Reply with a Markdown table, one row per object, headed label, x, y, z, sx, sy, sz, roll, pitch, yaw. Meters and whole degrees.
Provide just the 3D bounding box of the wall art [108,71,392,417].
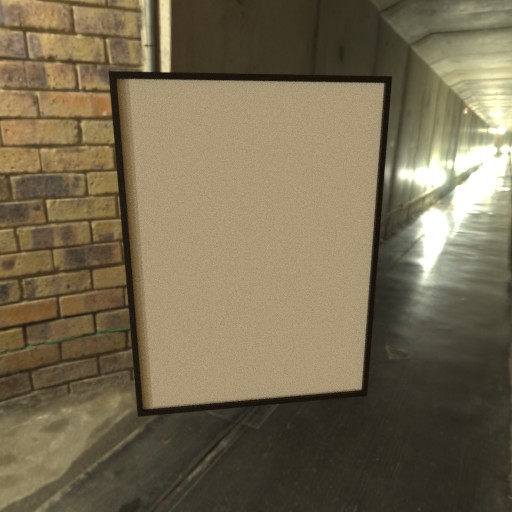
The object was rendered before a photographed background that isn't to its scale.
| label | x | y | z | sx | sy | sz | roll | pitch | yaw |
| --- | --- | --- | --- | --- | --- | --- | --- | --- | --- |
| wall art | 0.000 | 0.000 | 1.404 | 0.802 | 1.070 | 0.036 | -2 | 16 | -8 |
